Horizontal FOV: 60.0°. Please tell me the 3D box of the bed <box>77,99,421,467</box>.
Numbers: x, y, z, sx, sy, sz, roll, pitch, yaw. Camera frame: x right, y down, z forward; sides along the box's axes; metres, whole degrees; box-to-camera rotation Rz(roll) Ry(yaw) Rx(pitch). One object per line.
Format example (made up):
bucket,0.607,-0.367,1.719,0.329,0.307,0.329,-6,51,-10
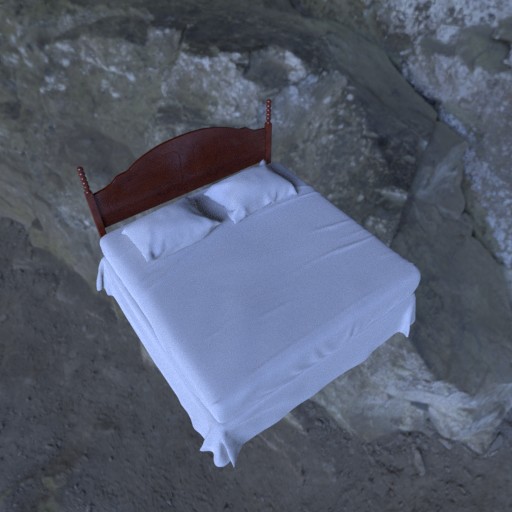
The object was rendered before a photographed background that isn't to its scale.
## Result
bed,0.000,0.000,3.742,2.322,1.355,2.219,-28,53,-24
